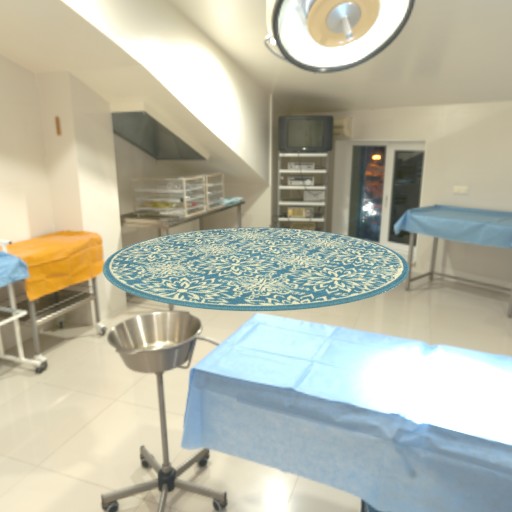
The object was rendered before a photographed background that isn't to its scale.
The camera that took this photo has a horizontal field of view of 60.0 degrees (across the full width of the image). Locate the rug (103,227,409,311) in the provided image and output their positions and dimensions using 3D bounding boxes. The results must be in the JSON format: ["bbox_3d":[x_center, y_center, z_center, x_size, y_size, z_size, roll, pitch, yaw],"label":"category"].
[{"bbox_3d":[0.000,0.000,2.427,1.593,0.012,1.593,0,15,0],"label":"rug"}]
